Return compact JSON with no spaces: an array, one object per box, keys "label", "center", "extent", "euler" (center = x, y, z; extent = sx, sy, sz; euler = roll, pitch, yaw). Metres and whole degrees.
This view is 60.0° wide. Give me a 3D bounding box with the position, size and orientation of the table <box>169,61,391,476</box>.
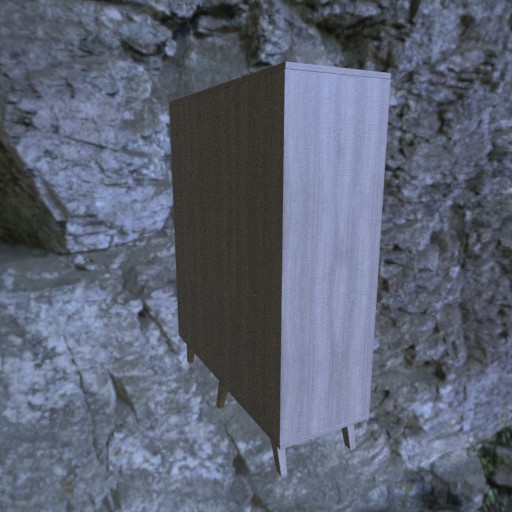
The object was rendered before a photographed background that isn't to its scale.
[{"label":"table","center":[0.000,0.000,1.968],"extent":[0.398,1.388,1.111],"euler":[-7,15,-27]}]
